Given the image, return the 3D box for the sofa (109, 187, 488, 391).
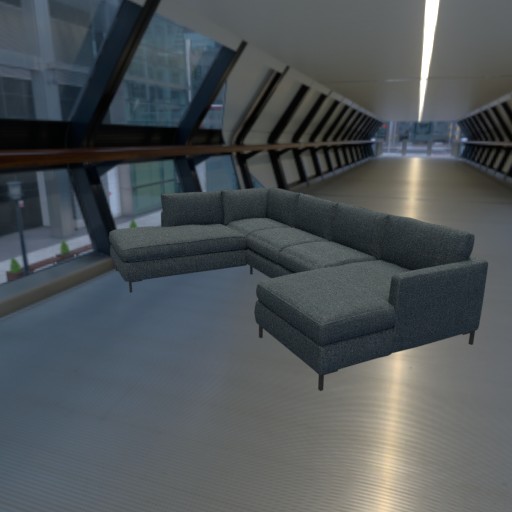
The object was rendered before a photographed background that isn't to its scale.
[{"bbox_3d":[0.000,0.000,3.519,1.879,0.753,2.737,-8,17,-25],"label":"sofa"}]
